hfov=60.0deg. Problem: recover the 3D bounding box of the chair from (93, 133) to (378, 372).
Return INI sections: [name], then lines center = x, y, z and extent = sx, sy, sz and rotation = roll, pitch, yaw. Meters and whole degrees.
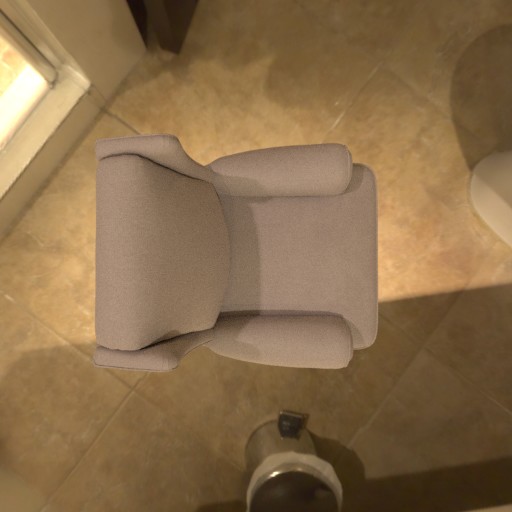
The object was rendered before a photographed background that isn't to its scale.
[chair]
center = 0.000, 0.000, 1.717
extent = 0.969, 1.011, 0.847
rotation = 0, 89, -2
